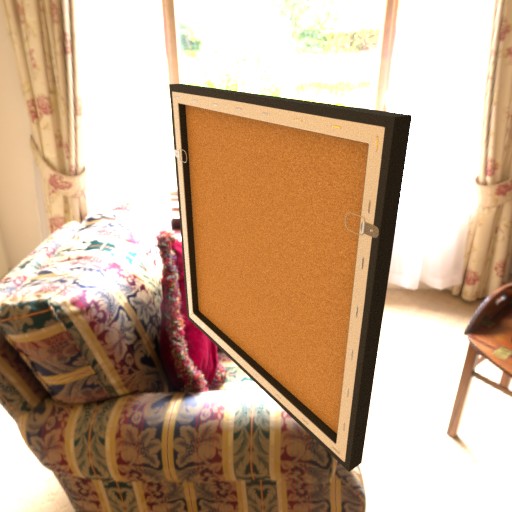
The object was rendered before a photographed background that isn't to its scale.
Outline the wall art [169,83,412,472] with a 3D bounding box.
[{"bbox_3d":[0.000,0.000,1.107,0.044,0.758,0.758,-17,30,-32],"label":"wall art"}]
